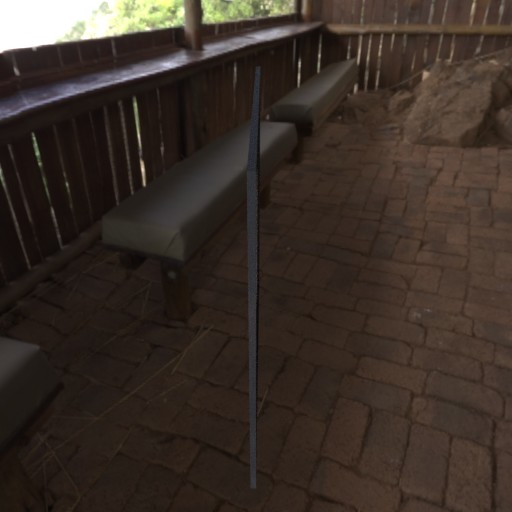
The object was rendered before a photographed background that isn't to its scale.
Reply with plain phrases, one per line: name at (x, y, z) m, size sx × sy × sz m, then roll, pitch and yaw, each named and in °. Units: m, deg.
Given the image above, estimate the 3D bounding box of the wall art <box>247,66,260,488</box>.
wall art at (0.000, 0.000, 1.209) m, size 0.013 × 0.823 × 0.823 m, roll 1°, pitch 33°, yaw 1°
